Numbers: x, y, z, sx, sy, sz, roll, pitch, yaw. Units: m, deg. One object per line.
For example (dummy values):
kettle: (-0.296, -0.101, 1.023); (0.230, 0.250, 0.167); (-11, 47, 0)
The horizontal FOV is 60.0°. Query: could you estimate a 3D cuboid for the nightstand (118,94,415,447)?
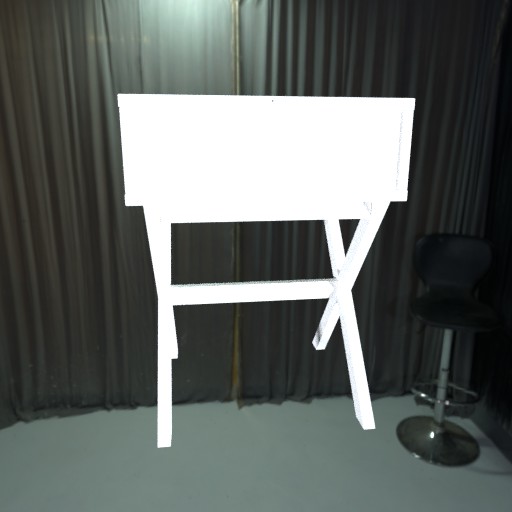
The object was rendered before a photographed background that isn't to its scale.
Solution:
nightstand: (0.000, 0.000, 0.973); (0.479, 0.623, 0.402); (-2, 14, -8)
